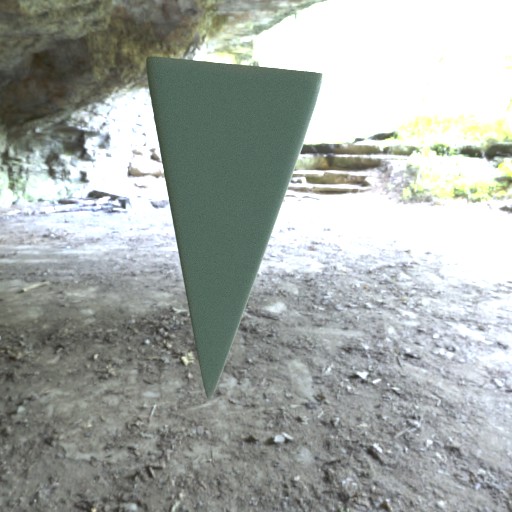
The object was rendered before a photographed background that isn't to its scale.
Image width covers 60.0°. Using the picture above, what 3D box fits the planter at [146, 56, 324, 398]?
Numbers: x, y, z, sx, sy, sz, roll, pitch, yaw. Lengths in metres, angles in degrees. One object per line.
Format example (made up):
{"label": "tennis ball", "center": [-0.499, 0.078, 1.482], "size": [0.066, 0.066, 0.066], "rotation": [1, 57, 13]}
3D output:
{"label": "planter", "center": [0.000, 0.000, 0.222], "size": [0.064, 0.178, 0.080], "rotation": [7, 16, 25]}
